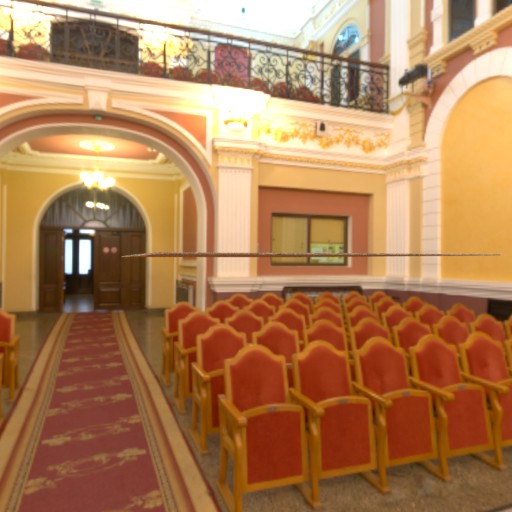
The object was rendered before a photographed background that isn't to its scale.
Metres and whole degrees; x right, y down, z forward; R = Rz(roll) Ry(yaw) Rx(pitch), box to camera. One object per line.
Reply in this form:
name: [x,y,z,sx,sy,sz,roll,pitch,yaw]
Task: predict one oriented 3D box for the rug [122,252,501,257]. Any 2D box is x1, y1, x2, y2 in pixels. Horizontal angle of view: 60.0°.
rug: [0.000,0.000,2.808,1.521,0.006,2.283,0,0,-20]
